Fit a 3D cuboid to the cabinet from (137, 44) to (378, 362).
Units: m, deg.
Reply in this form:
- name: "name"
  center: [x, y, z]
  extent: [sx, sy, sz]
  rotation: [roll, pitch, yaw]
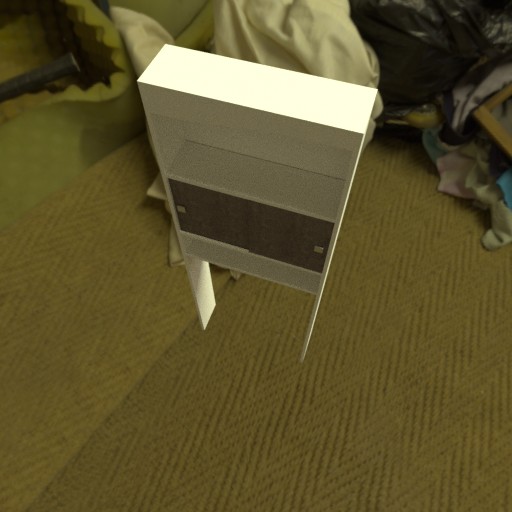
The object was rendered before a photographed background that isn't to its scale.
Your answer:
- name: "cabinet"
  center: [0.000, 0.000, 1.977]
  extent: [0.643, 1.770, 0.192]
  rotation: [16, 59, 10]
